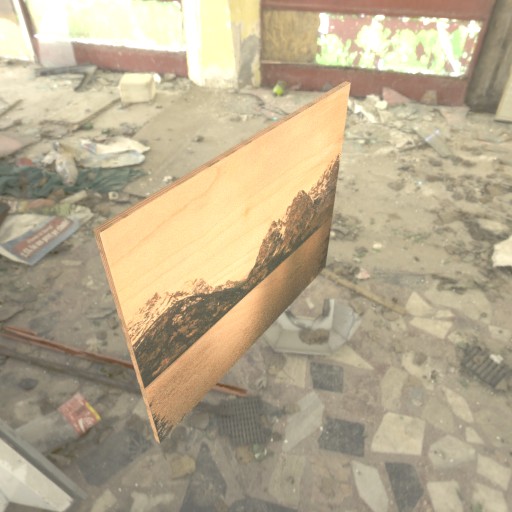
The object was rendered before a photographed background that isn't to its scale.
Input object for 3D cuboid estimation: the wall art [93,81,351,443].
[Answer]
[{"bbox_3d":[0.000,0.000,0.708,0.010,0.408,0.508,26,47,27],"label":"wall art"}]
